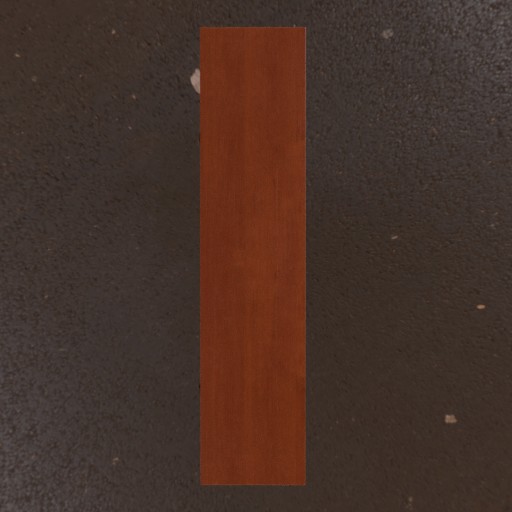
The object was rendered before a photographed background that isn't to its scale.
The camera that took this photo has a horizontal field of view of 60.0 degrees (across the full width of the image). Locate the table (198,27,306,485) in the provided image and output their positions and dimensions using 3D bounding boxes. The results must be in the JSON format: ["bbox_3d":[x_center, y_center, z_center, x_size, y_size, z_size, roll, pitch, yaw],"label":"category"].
[{"bbox_3d":[0.000,0.000,1.527,0.308,0.698,1.220,0,91,0],"label":"table"}]
